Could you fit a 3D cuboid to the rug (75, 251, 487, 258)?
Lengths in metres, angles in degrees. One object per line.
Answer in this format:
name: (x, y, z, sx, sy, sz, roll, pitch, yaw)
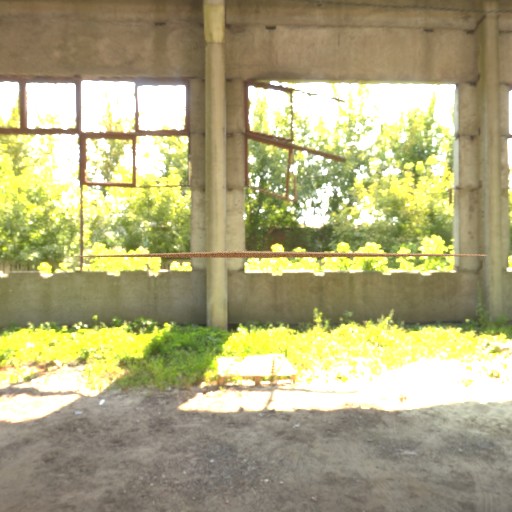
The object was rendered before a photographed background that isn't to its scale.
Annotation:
rug: (0.000, 0.000, 4.059, 2.439, 0.013, 3.048, 0, -1, -36)
